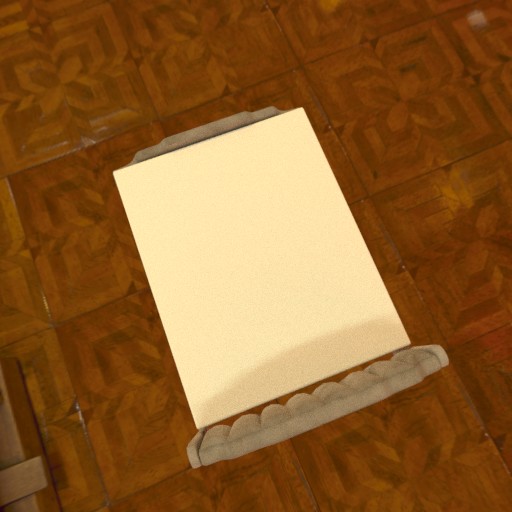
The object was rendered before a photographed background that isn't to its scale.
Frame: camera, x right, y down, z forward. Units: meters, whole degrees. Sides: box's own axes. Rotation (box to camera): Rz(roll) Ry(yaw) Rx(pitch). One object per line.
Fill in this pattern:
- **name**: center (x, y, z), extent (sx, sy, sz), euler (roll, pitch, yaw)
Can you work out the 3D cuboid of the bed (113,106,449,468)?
- **bed**: center (0.000, 0.000, 3.298), extent (1.676, 1.245, 2.340), euler (-20, 77, -5)
